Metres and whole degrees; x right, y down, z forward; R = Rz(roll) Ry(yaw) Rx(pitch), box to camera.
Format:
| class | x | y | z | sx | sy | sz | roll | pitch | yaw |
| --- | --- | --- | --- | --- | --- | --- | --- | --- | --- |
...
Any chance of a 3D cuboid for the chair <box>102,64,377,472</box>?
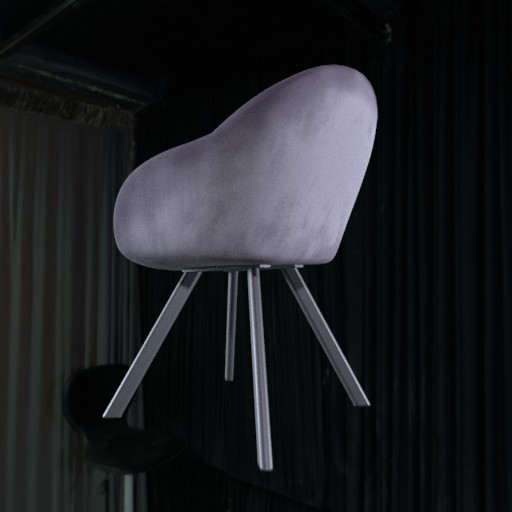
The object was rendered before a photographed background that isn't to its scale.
| class | x | y | z | sx | sy | sz | roll | pitch | yaw |
| --- | --- | --- | --- | --- | --- | --- | --- | --- | --- |
| chair | 0.000 | 0.000 | 1.126 | 0.590 | 0.795 | 0.550 | -1 | -2 | 36 |
